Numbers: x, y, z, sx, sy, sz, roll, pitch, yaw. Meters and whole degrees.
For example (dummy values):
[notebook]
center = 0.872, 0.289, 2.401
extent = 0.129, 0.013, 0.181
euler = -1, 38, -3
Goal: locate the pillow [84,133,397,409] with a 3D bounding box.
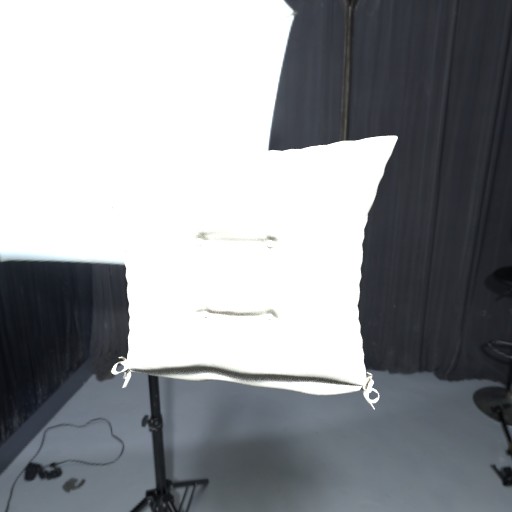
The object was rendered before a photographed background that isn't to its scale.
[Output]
[pillow]
center = 0.000, 0.000, 1.002
extent = 0.541, 0.536, 0.585
euler = 2, 16, 8
